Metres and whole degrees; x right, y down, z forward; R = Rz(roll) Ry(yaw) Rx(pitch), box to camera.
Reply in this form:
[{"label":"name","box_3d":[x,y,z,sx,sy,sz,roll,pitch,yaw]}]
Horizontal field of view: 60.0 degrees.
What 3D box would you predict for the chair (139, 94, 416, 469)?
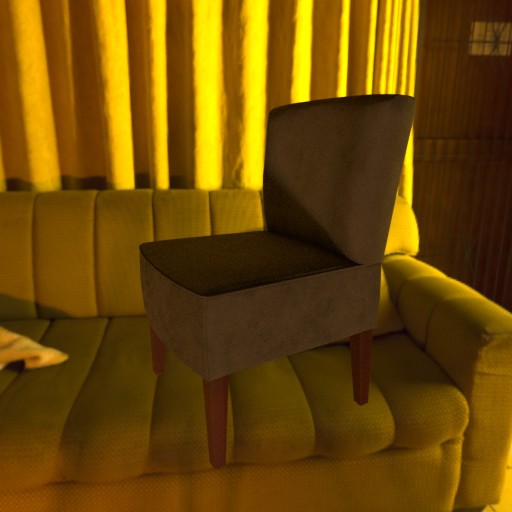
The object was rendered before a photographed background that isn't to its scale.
[{"label":"chair","box_3d":[0.000,0.000,1.172,0.554,0.806,0.521,-8,17,-28]}]
